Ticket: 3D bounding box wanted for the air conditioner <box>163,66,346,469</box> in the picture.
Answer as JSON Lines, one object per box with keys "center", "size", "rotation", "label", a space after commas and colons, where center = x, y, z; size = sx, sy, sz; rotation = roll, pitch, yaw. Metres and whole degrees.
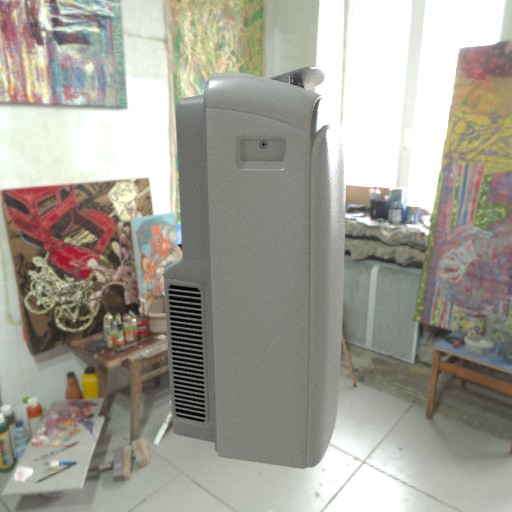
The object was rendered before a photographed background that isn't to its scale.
{"center": [0.000, 0.000, 1.033], "size": [0.414, 0.786, 0.449], "rotation": [3, 16, 11], "label": "air conditioner"}
